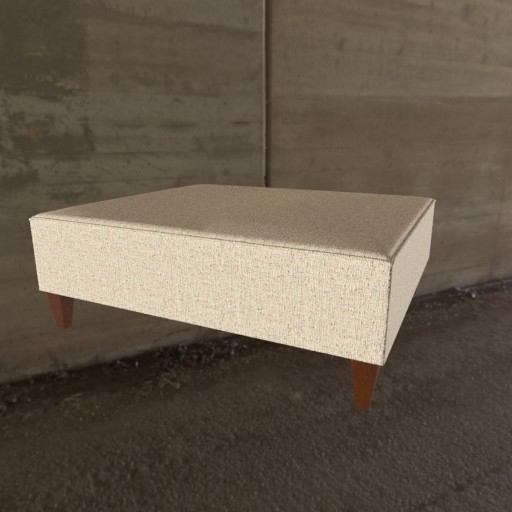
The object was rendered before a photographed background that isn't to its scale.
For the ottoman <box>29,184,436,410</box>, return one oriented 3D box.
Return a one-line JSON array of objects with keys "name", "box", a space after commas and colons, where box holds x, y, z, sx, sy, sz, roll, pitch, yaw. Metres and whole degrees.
[{"name": "ottoman", "box": [0.000, 0.000, 1.214, 0.835, 0.303, 0.736, 8, 17, 25]}]
